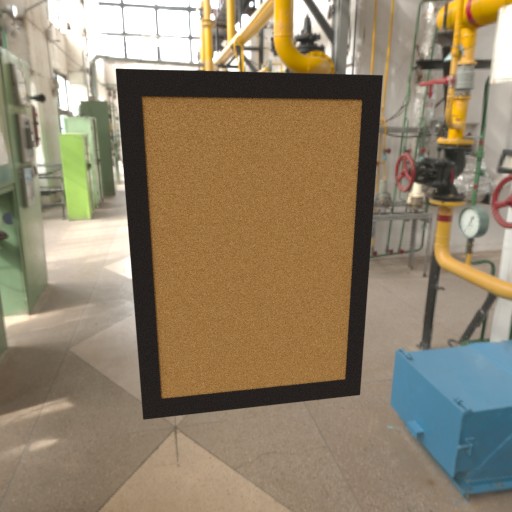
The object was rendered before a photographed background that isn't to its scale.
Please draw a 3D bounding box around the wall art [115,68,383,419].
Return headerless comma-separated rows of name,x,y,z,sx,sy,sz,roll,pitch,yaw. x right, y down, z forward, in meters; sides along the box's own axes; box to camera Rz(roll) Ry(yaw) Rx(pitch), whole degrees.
wall art,0.000,0.000,0.686,0.374,0.529,0.012,-3,16,-11
